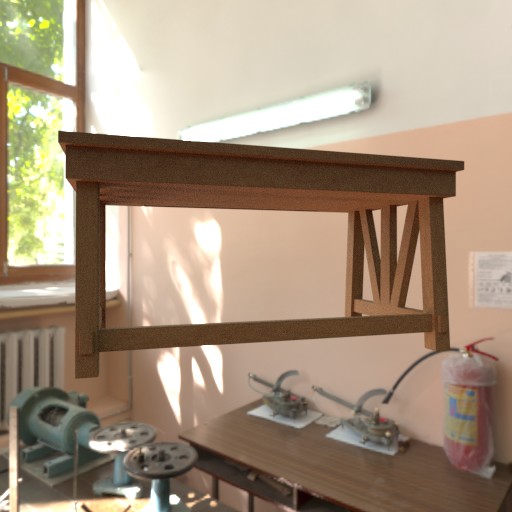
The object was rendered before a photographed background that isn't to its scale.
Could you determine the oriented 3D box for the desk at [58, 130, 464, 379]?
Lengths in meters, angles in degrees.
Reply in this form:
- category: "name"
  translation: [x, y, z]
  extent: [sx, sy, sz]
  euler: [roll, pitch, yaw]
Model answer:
- category: "desk"
  translation: [0.000, 0.000, 1.948]
  extent: [1.499, 0.762, 0.813]
  euler: [0, 0, -17]
